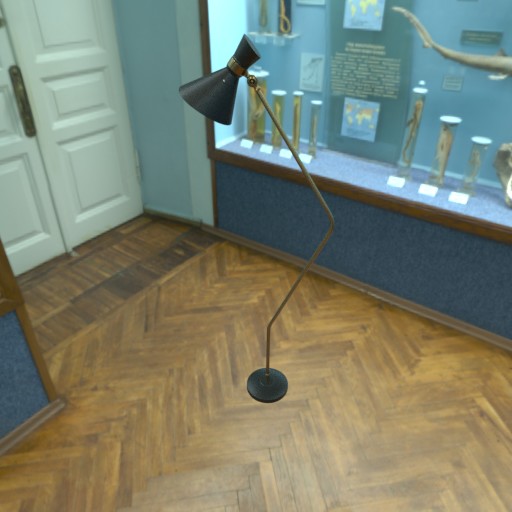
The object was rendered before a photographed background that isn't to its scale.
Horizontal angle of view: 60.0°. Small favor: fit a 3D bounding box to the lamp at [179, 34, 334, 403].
[{"bbox_3d":[0.000,0.000,1.604,0.467,1.438,0.277,23,40,31],"label":"lamp"}]
